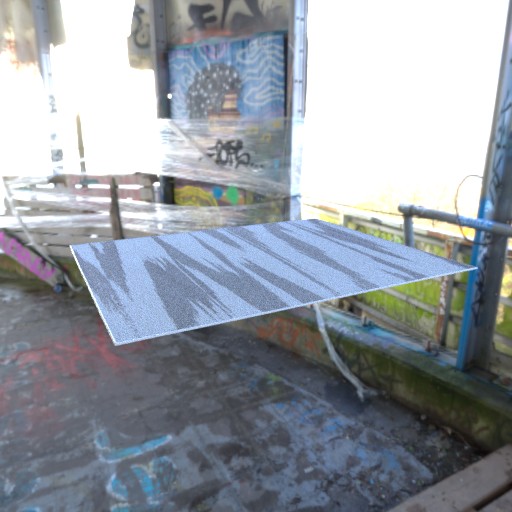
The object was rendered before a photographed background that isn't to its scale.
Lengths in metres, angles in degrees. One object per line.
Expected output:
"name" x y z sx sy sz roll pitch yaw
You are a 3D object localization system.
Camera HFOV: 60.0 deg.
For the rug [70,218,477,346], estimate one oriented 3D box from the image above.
"rug" 0.000 0.000 4.031 2.945 0.014 2.353 -8 18 -26
